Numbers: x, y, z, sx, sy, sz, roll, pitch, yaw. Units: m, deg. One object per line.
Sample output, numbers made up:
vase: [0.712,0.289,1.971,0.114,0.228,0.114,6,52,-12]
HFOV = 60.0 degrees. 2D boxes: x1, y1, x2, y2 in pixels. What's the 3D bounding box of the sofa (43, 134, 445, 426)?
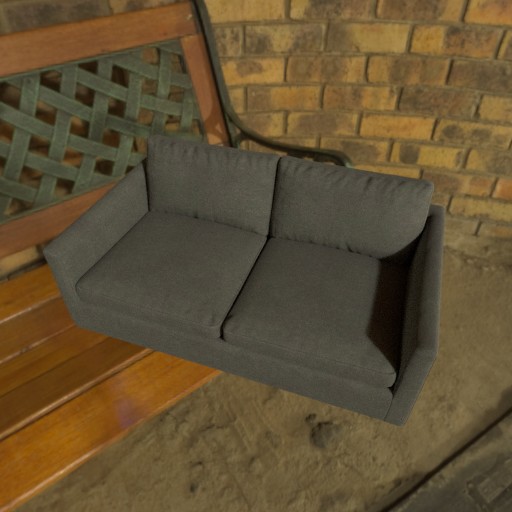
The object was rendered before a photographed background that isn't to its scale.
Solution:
sofa: [0.000,0.000,2.495,1.909,0.845,1.091,13,42,15]
